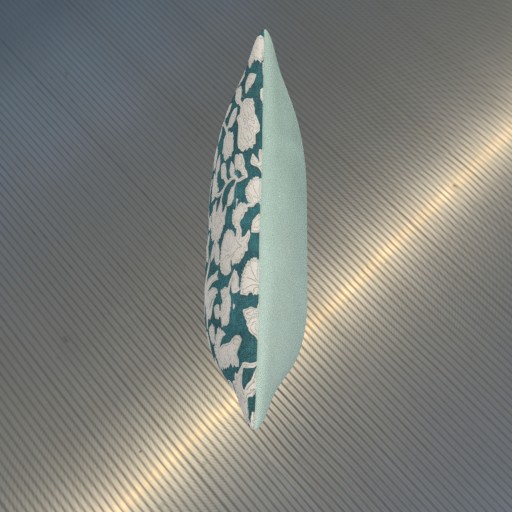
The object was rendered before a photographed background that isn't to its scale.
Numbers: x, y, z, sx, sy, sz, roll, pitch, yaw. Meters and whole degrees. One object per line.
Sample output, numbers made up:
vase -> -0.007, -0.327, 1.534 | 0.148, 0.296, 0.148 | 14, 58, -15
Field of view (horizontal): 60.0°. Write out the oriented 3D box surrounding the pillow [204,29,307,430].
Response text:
pillow -> 0.000, 0.000, 0.791 | 0.166, 0.508, 0.525 | 1, 75, 0
